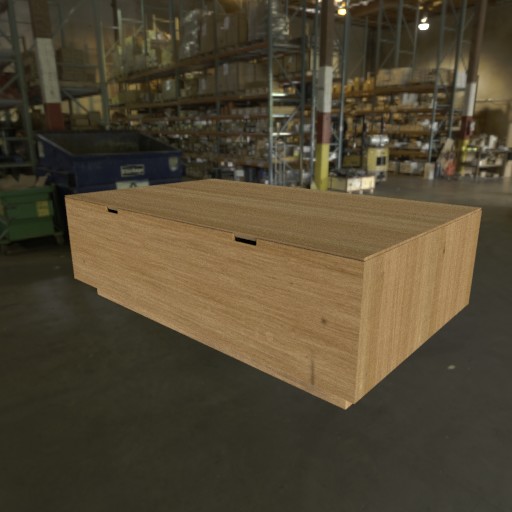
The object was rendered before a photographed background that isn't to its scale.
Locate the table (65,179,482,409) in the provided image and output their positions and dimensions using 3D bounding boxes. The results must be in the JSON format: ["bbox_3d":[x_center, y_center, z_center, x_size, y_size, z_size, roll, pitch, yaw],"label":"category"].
[{"bbox_3d":[0.000,0.000,1.416,1.110,0.353,0.678,14,21,40],"label":"table"}]
